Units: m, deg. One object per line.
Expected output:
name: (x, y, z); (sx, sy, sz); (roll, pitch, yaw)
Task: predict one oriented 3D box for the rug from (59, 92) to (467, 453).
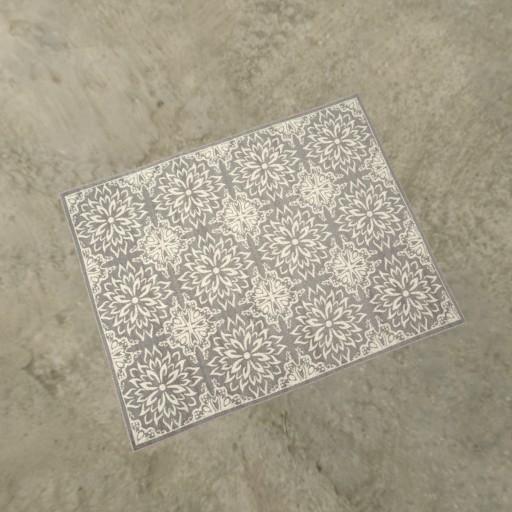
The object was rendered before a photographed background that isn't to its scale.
rug: (0.000, 0.000, 3.925); (2.980, 0.012, 2.363); (-20, 78, -4)
